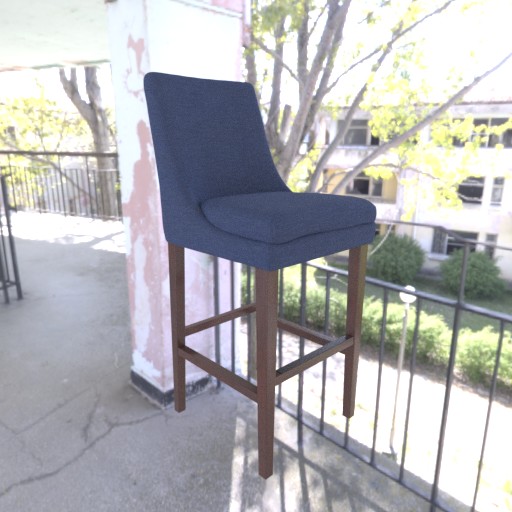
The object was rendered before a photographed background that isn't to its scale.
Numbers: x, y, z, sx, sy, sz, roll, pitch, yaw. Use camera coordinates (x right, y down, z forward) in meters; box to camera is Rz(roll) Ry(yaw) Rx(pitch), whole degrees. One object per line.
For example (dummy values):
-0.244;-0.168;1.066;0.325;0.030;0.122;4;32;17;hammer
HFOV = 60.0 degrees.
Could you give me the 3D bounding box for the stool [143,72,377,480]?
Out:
0.000;0.000;1.376;0.470;1.078;0.577;-14;20;-42;stool
